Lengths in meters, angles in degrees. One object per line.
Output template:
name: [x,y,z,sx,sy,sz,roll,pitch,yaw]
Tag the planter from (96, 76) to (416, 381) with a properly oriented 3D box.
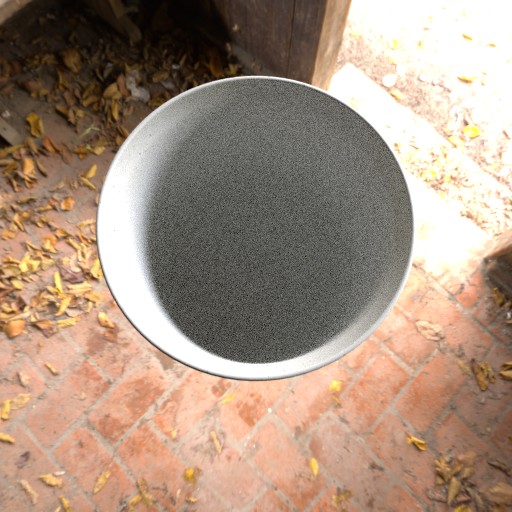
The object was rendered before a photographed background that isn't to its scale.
planter: [0.000,0.000,0.385,0.204,0.214,0.204,0,76,0]
